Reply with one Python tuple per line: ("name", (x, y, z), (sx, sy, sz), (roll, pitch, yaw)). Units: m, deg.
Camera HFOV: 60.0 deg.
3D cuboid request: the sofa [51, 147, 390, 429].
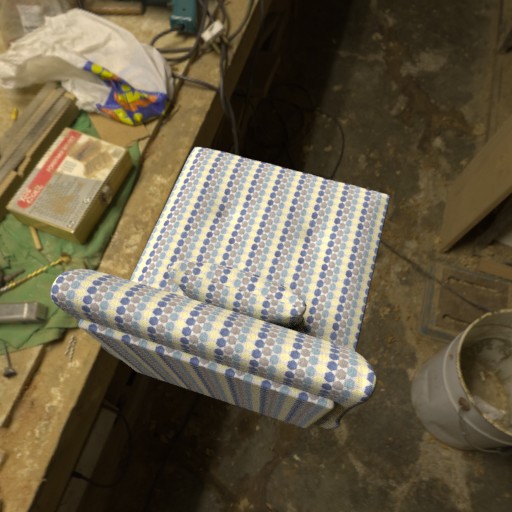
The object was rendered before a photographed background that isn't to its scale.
("sofa", (0.000, 0.000, 1.684), (0.930, 0.830, 1.000), (16, 66, 8))
